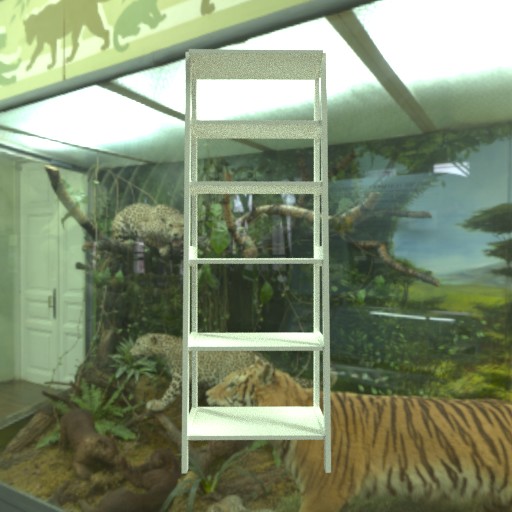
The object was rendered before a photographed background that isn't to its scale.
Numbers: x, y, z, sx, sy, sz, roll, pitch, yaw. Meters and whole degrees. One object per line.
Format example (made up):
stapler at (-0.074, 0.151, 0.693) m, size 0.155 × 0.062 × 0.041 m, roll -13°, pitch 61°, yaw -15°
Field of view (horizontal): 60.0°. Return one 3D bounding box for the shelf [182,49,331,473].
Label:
shelf at (0.000, 0.000, 2.117) m, size 0.660 × 1.892 × 0.381 m, roll 0°, pitch 1°, yaw -1°
